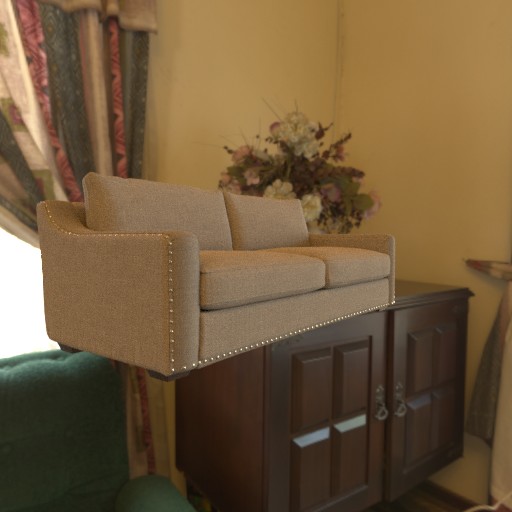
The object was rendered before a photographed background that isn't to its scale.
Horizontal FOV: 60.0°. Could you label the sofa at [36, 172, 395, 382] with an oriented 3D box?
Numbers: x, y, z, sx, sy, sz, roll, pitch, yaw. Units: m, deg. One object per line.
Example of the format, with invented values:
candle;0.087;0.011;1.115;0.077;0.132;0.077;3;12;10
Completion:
sofa;0.000;0.000;2.724;1.000;0.857;2.208;2;3;38
